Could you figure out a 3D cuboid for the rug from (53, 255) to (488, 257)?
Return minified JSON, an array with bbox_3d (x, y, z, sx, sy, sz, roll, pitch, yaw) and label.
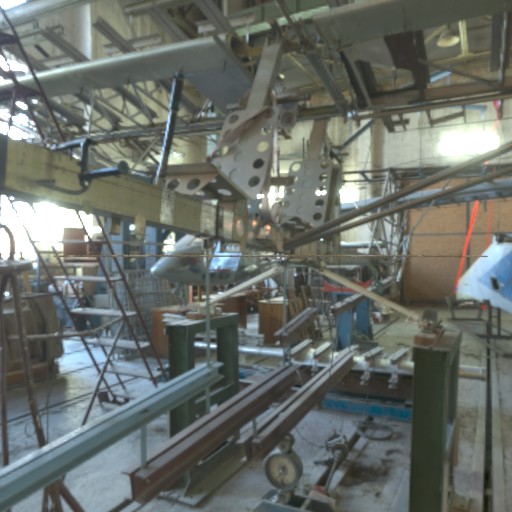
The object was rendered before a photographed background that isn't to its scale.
[{"bbox_3d":[0.000,0.000,2.750,2.135,0.013,1.524,0,0,-18],"label":"rug"}]
